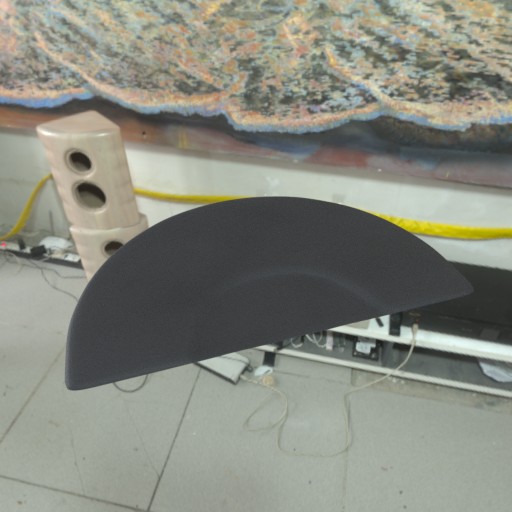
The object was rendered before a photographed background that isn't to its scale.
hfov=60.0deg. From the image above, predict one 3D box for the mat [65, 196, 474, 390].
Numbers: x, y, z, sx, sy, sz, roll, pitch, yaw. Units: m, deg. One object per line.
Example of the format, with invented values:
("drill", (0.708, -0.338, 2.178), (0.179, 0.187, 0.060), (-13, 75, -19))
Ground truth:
("mat", (0.000, 0.000, 1.877), (1.525, 0.016, 0.917), (-11, 41, -13))
